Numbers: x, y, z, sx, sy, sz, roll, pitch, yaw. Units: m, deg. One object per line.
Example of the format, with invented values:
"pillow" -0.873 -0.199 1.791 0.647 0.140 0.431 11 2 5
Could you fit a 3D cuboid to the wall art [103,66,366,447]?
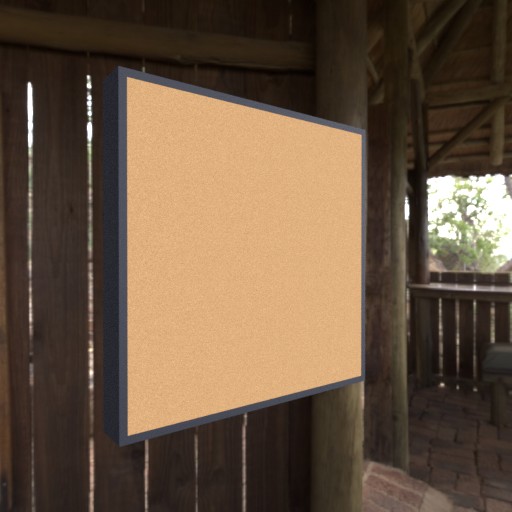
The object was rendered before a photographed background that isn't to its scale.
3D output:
"wall art" 0.000 0.000 0.461 0.304 0.304 0.038 0 1 -37
